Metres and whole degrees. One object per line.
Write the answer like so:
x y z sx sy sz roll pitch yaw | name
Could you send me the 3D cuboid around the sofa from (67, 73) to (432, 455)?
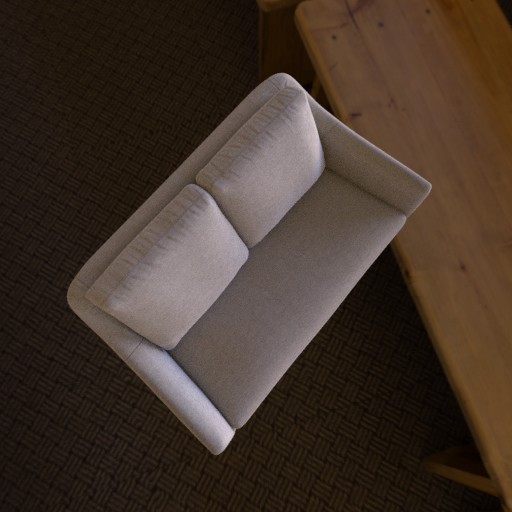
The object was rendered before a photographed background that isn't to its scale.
0.000 0.000 2.240 0.960 0.904 1.619 39 79 9 | sofa
